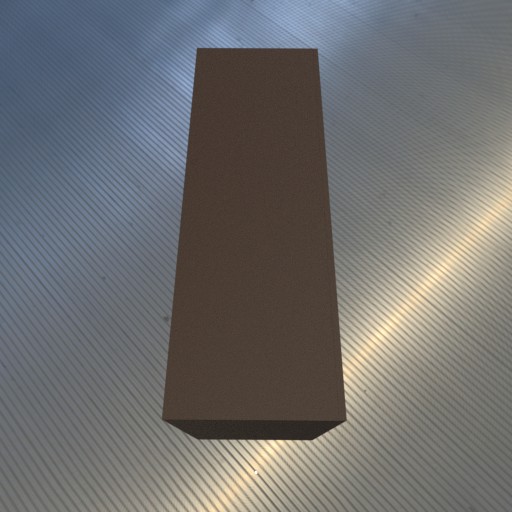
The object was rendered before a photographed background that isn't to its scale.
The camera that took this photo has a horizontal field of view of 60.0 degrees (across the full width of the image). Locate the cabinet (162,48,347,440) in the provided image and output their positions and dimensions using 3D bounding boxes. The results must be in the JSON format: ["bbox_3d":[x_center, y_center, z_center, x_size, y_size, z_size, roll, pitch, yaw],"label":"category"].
[{"bbox_3d":[0.000,0.000,1.870,0.482,0.914,1.396,0,64,0],"label":"cabinet"}]
